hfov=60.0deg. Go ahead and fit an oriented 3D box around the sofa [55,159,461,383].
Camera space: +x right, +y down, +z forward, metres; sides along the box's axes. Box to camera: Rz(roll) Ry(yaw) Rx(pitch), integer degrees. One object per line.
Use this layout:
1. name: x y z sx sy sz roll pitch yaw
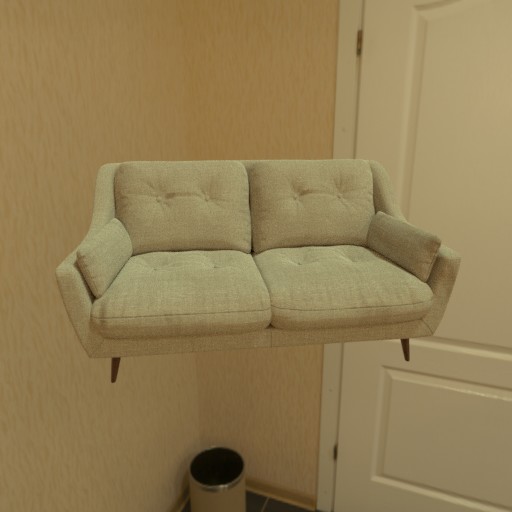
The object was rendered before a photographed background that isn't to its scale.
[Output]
1. sofa: 0.000 0.000 2.205 1.652 0.888 0.965 -2 17 -7
